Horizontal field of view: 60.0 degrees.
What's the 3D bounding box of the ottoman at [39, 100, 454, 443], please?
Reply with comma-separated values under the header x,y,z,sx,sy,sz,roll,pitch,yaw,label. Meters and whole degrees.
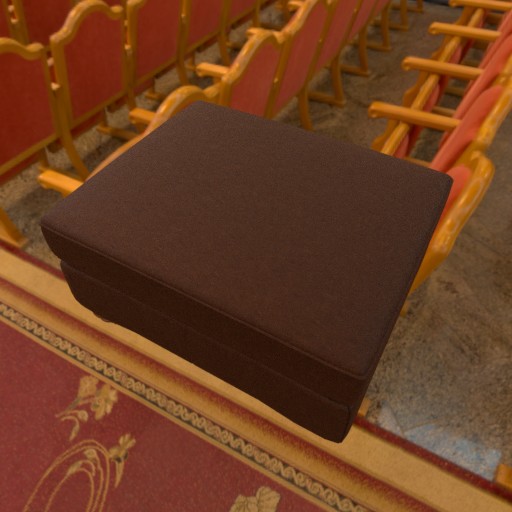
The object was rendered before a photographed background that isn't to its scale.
x,y,z,sx,sy,sz,roll,pitch,yaw,label
0.000,0.000,1.797,1.187,0.730,0.967,23,51,20,ottoman
